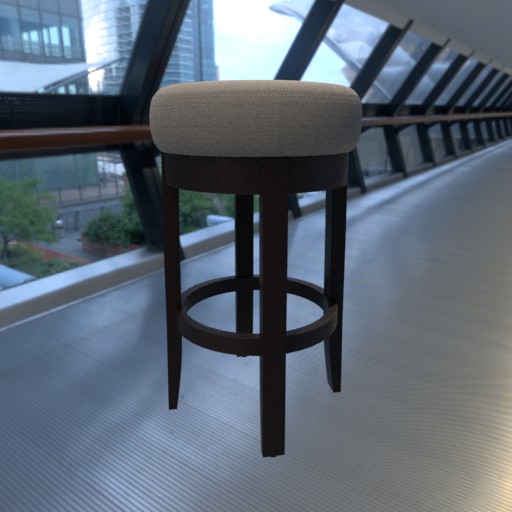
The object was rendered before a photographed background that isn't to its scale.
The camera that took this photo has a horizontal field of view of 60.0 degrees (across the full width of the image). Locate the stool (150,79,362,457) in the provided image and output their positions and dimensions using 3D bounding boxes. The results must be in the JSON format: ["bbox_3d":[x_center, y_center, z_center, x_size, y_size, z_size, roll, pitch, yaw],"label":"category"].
[{"bbox_3d":[0.000,0.000,1.033,0.443,0.757,0.443,0,17,0],"label":"stool"}]
